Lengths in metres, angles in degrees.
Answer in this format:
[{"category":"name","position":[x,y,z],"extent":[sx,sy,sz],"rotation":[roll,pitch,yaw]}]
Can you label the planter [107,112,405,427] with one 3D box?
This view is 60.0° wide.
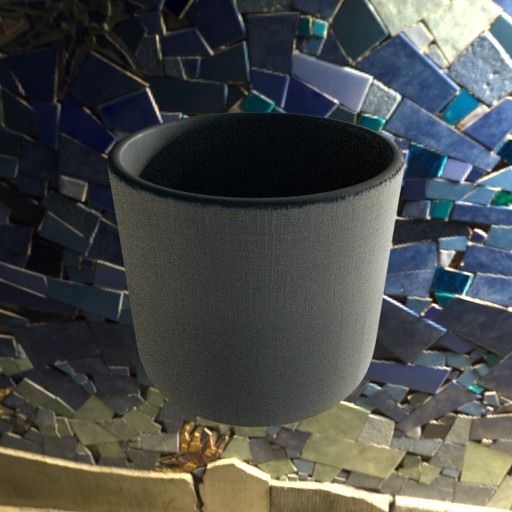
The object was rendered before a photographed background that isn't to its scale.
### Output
[{"category":"planter","position":[0.000,0.000,0.393],"extent":[0.226,0.201,0.226],"rotation":[0,31,0]}]
